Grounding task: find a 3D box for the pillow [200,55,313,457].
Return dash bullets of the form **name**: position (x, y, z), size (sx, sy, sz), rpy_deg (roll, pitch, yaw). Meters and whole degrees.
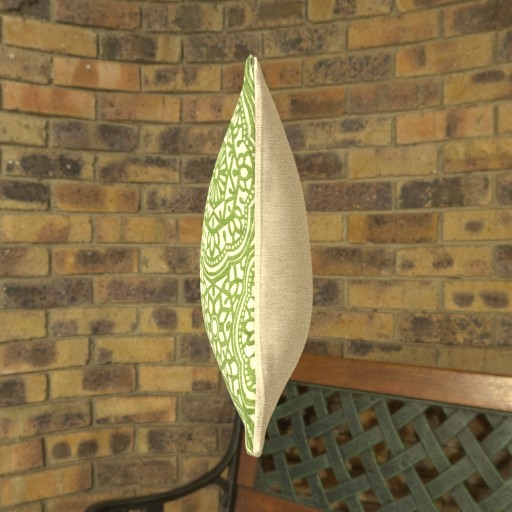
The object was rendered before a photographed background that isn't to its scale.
- **pillow**: position (0.000, 0.000, 0.675), size (0.162, 0.419, 0.440), rpy_deg (0, 0, 1)
